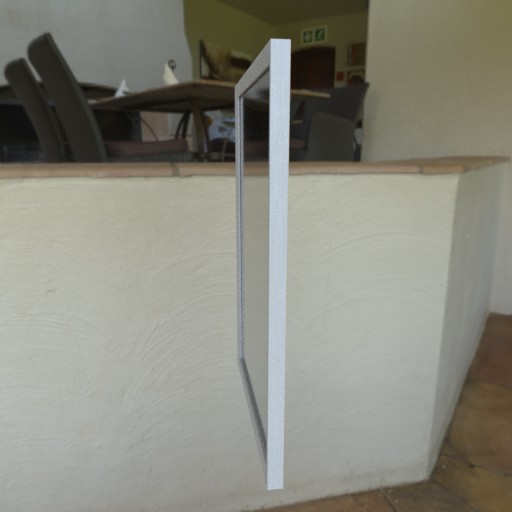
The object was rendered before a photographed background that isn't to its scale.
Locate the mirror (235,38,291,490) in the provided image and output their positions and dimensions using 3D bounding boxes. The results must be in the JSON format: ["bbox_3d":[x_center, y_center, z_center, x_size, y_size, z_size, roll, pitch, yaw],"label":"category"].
[{"bbox_3d":[0.000,0.000,1.164,0.040,0.915,0.609,-2,14,-8],"label":"mirror"}]
